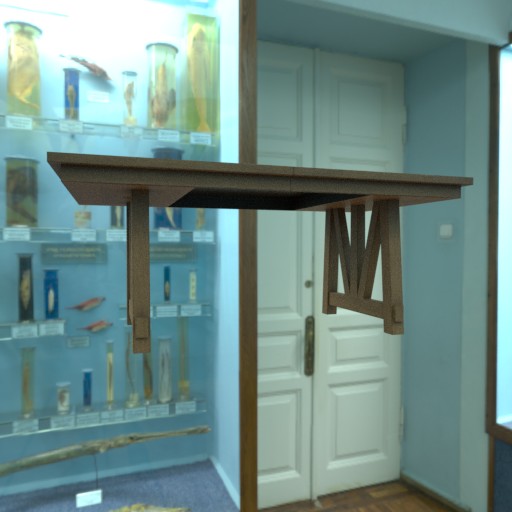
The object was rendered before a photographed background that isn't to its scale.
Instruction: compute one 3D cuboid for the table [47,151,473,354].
[{"bbox_3d":[0.000,0.000,2.343,1.881,0.768,1.016,0,1,-18],"label":"table"}]
